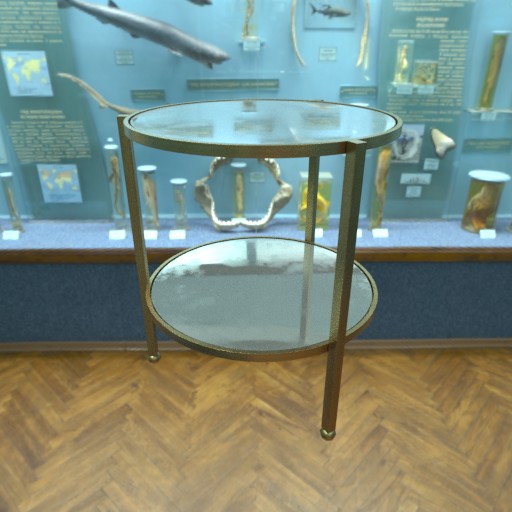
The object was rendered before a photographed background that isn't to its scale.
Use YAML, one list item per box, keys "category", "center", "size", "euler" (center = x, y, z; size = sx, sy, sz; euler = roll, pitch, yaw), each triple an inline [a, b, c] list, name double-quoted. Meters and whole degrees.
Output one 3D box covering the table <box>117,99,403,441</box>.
- category: "table"
  center: [0.000, 0.000, 0.441]
  size: [0.243, 0.269, 0.231]
  euler: [0, 26, 0]
